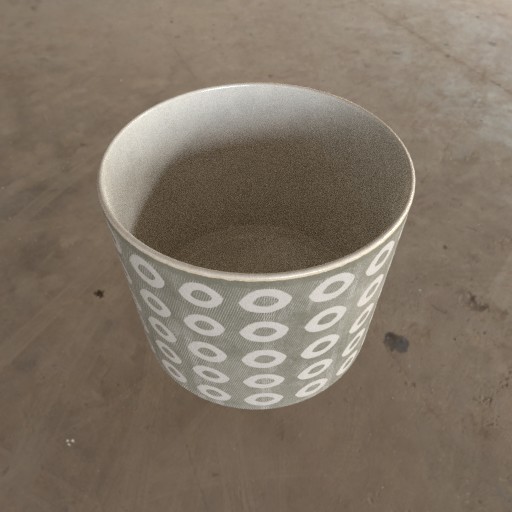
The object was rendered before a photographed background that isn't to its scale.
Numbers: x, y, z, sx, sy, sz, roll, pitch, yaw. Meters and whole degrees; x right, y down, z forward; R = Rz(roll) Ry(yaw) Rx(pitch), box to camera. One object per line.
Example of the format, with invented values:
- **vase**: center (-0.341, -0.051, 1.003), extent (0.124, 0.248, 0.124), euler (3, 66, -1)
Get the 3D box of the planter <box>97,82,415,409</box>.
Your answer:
- **planter**: center (0.000, 0.000, 0.445), extent (0.250, 0.239, 0.250), euler (0, 48, 0)
